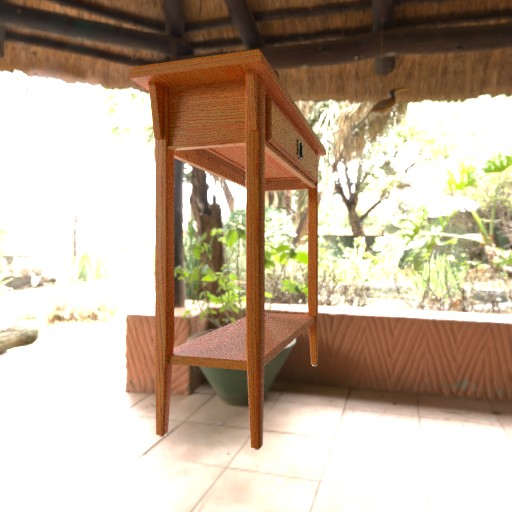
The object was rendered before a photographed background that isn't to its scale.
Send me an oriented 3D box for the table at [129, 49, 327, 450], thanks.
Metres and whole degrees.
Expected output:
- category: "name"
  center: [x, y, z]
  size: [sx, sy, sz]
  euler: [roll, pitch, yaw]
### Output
- category: "table"
  center: [0.000, 0.000, 1.149]
  size: [0.254, 0.711, 0.762]
  euler: [0, 1, 17]
